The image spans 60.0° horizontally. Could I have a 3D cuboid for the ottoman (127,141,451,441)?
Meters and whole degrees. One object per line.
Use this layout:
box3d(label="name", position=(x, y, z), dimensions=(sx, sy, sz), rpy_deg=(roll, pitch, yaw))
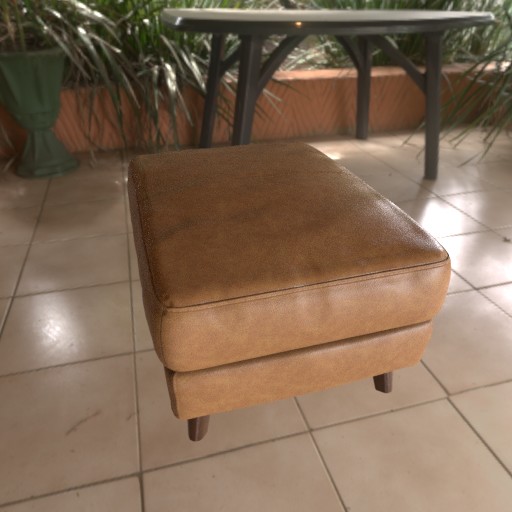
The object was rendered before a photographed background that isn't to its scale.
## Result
box3d(label="ottoman", position=(0.000, 0.000, 1.221), dimensions=(0.630, 0.461, 0.869), rpy_deg=(-9, 32, -14))
